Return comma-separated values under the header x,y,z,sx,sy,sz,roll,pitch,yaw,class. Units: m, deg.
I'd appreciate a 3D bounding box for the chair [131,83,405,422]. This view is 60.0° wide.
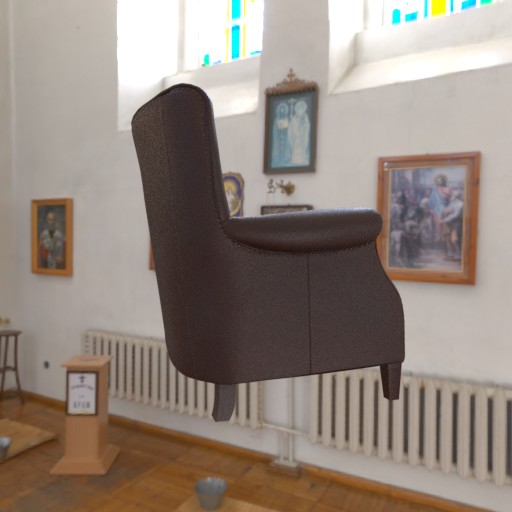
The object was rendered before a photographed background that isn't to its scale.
x,y,z,sx,sy,sz,roll,pitch,yaw,class
0.000,0.000,1.372,0.746,0.800,0.700,0,0,-17,chair
